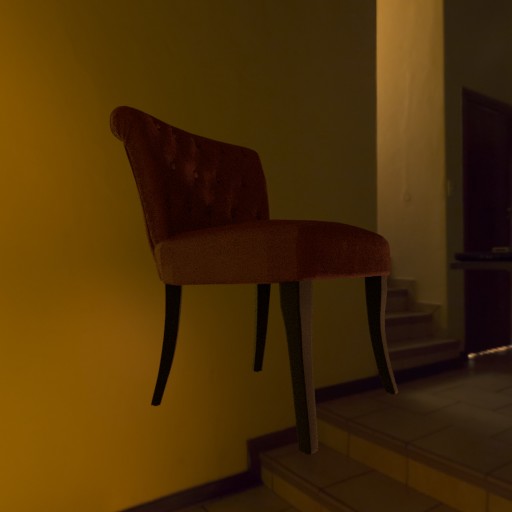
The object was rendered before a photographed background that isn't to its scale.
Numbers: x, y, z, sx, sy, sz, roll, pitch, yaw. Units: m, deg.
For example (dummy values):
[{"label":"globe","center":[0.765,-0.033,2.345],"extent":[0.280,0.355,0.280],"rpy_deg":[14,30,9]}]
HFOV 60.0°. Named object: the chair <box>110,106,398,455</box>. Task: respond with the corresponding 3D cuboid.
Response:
[{"label":"chair","center":[0.000,0.000,1.191],"extent":[0.605,0.750,0.582],"rpy_deg":[-1,-1,36]}]
